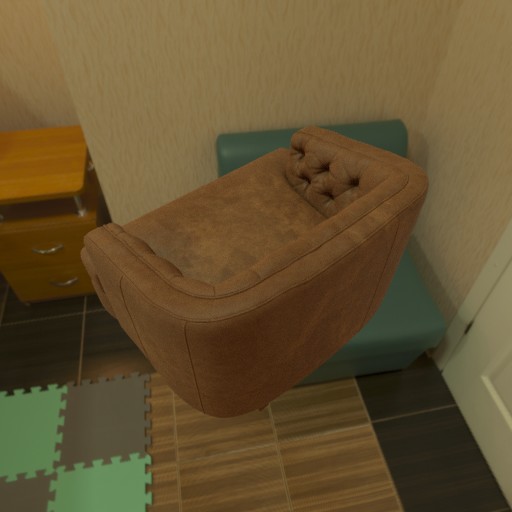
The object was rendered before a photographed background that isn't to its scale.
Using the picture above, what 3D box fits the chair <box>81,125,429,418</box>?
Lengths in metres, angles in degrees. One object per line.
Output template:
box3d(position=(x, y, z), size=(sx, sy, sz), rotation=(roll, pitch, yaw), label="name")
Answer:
box3d(position=(0.000, 0.000, 1.790), size=(1.119, 0.836, 0.911), rotation=(-32, 55, -26), label="chair")
